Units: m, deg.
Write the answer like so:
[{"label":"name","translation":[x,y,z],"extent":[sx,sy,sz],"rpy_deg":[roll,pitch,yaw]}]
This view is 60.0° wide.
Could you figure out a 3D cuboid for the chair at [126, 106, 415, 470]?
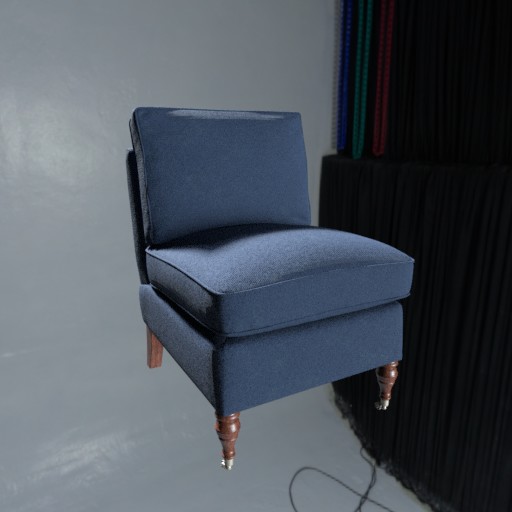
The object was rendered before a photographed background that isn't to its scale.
[{"label":"chair","translation":[0.000,0.000,1.625],"extent":[0.724,1.052,0.912],"rpy_deg":[-8,17,-28]}]
